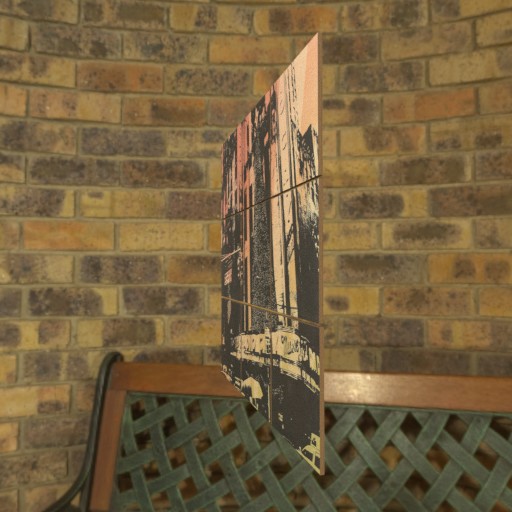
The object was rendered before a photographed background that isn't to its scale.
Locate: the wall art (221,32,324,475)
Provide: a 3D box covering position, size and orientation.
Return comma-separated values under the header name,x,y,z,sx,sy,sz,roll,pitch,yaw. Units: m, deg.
name,x,y,z,sx,sy,sz,roll,pitch,yaw
wall art,0.000,0.000,1.355,0.010,0.917,0.919,0,-1,-17
